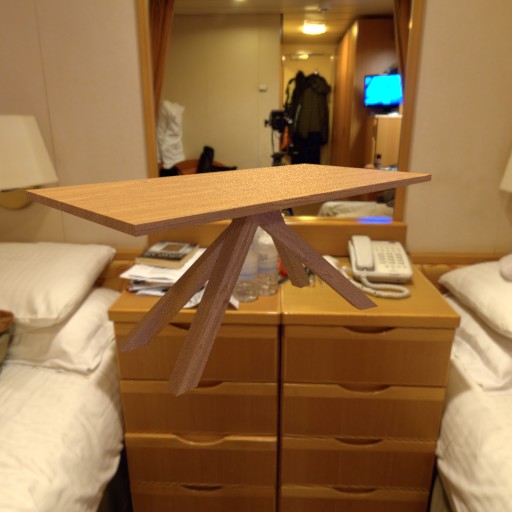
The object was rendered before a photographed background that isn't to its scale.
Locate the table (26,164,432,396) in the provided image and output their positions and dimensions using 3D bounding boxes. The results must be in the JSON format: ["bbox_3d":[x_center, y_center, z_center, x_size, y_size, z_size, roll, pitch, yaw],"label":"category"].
[{"bbox_3d":[0.000,0.000,2.239,1.797,0.750,0.901,-15,23,-42],"label":"table"}]
